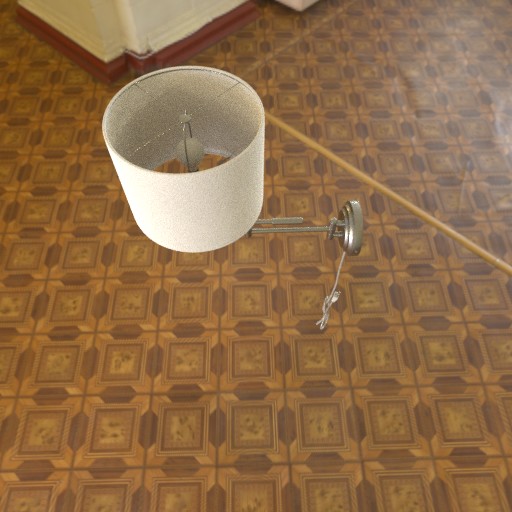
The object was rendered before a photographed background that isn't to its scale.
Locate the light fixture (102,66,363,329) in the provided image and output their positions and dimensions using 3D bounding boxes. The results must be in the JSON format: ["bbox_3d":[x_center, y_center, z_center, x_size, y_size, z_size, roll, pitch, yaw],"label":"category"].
[{"bbox_3d":[0.000,0.000,1.052,0.479,0.842,0.253,-2,58,-1],"label":"light fixture"}]
